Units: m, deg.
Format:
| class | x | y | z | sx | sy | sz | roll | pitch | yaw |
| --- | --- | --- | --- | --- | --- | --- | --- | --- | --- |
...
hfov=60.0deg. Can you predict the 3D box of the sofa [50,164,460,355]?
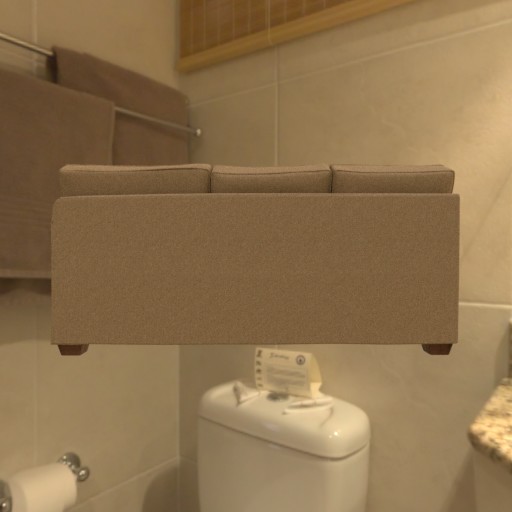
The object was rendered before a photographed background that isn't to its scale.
| class | x | y | z | sx | sy | sz | roll | pitch | yaw |
| --- | --- | --- | --- | --- | --- | --- | --- | --- | --- |
| sofa | 0.000 | 0.000 | 2.593 | 1.963 | 0.946 | 1.034 | 0 | 1 | 0 |
